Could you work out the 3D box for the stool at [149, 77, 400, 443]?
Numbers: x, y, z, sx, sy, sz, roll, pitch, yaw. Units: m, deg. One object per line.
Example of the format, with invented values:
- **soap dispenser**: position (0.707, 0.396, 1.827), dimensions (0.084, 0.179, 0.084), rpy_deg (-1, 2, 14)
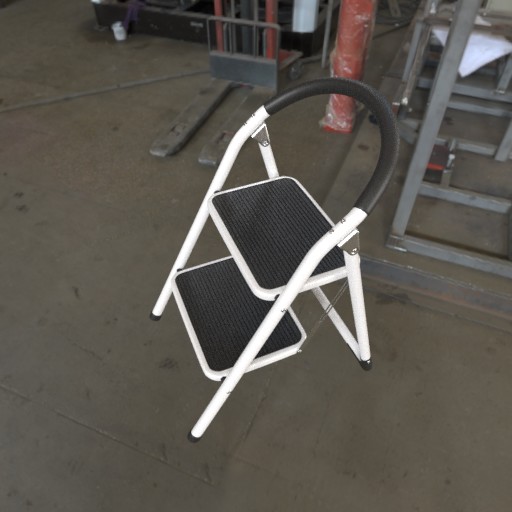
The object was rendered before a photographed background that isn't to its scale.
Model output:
- **stool**: position (0.000, 0.000, 1.092), dimensions (0.559, 0.760, 0.453), rpy_deg (-17, 48, -16)
